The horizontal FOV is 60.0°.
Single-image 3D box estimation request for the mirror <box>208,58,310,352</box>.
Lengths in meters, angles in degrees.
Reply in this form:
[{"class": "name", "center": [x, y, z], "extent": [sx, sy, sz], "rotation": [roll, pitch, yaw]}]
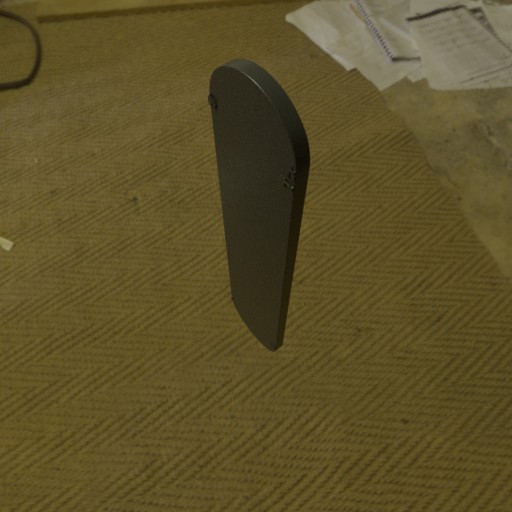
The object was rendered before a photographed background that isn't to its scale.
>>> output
[{"class": "mirror", "center": [0.000, 0.000, 1.040], "extent": [0.032, 0.991, 0.222], "rotation": [-34, 65, -18]}]
